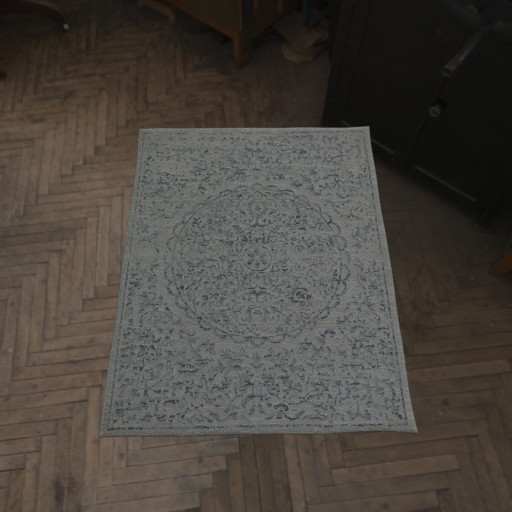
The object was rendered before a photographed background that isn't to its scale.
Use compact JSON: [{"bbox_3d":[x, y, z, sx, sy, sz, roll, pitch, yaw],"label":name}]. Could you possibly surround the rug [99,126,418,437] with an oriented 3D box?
[{"bbox_3d":[0.000,0.000,3.887,2.343,0.026,2.925,-1,64,0],"label":"rug"}]
